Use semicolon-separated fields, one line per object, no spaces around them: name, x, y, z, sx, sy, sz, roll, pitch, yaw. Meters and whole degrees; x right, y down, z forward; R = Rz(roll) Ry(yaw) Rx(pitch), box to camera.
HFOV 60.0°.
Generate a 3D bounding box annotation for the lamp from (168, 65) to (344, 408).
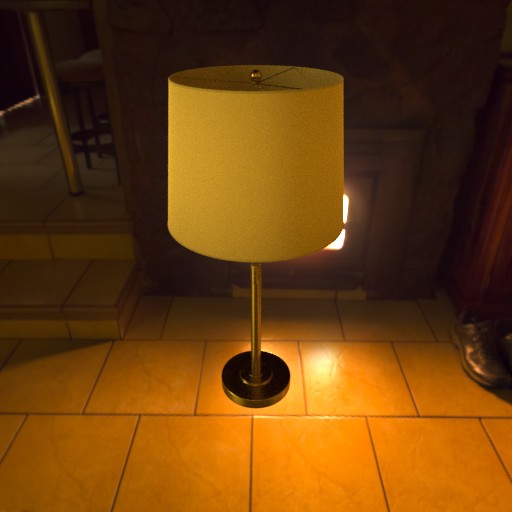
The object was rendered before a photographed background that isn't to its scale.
lamp;0.000;0.000;0.891;0.333;0.696;0.333;0;30;0
